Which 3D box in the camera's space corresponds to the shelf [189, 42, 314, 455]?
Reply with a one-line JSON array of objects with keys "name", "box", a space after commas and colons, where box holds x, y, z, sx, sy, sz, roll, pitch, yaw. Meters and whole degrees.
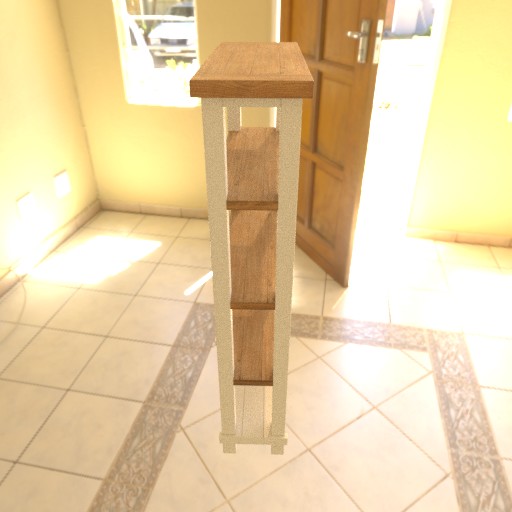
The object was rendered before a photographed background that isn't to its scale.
[{"name": "shelf", "box": [0.000, 0.000, 2.269, 0.381, 1.878, 1.022, 1, 32, 1]}]
